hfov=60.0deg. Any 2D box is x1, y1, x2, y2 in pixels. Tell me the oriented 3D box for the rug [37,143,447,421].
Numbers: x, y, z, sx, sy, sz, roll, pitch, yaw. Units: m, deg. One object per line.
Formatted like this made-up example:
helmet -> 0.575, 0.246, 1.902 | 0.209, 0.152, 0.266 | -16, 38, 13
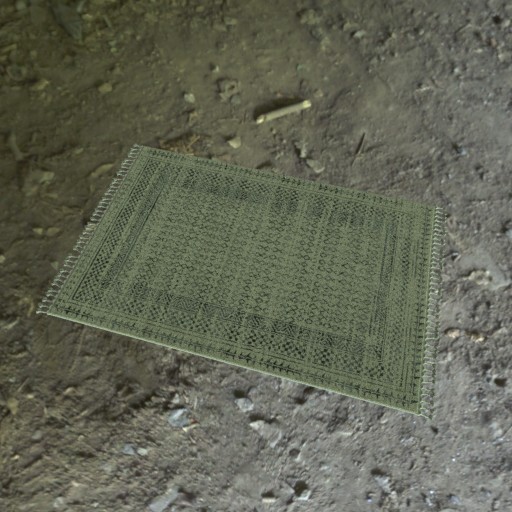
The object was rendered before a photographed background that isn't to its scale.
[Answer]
rug -> 0.000, 0.000, 3.007 | 2.486, 0.013, 1.548 | 13, 59, 8
